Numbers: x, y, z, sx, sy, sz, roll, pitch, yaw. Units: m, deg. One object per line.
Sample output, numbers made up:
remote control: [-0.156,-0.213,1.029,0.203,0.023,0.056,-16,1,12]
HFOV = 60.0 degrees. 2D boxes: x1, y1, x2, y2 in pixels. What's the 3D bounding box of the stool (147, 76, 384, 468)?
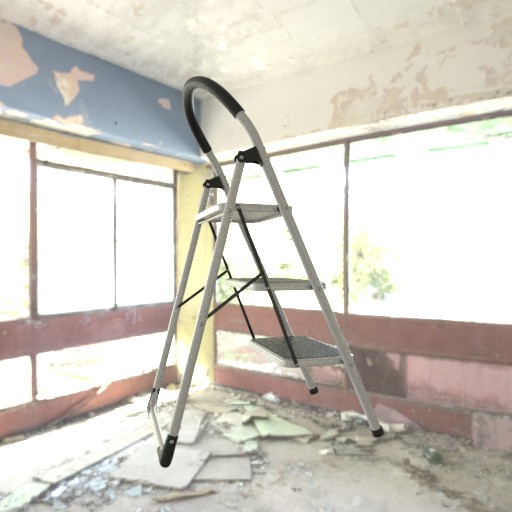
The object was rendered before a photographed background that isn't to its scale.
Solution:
stool: [0.000,0.000,1.480,0.676,1.109,0.485,0,-1,-18]
